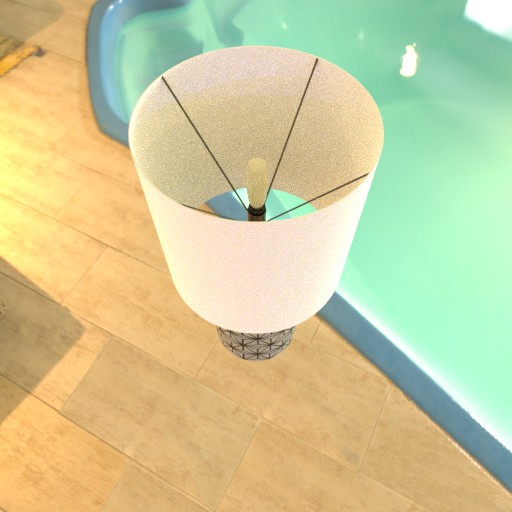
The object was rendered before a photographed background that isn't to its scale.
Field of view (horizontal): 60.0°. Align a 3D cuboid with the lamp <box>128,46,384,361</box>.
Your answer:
[{"bbox_3d":[0.000,0.000,0.538,0.206,0.416,0.206,30,63,17],"label":"lamp"}]
